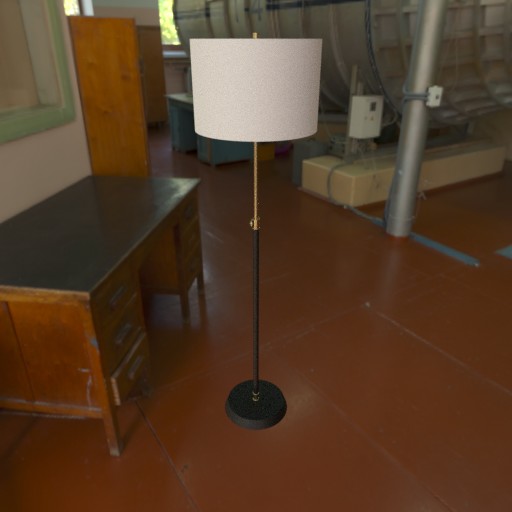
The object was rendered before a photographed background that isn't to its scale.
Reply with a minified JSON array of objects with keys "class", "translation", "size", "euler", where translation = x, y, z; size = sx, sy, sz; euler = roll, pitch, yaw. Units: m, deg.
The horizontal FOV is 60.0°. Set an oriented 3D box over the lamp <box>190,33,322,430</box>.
[{"class":"lamp","translation":[0.000,0.000,1.687],"size":[0.404,1.517,0.404],"euler":[0,26,1]}]
